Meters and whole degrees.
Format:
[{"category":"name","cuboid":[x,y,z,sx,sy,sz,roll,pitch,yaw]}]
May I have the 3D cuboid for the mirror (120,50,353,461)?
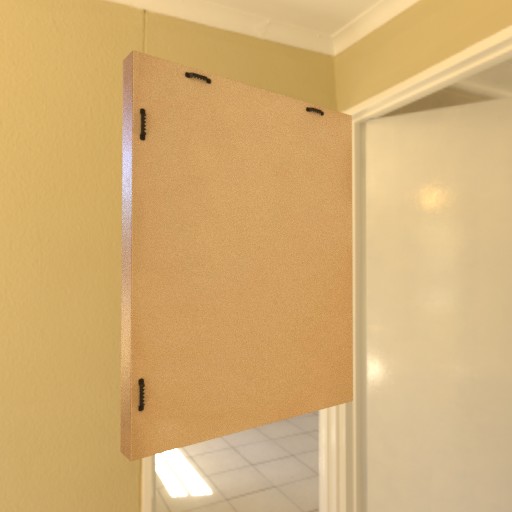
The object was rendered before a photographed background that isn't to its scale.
[{"category":"mirror","cuboid":[0.000,0.000,0.681,0.406,0.509,0.041,1,-2,-37]}]
